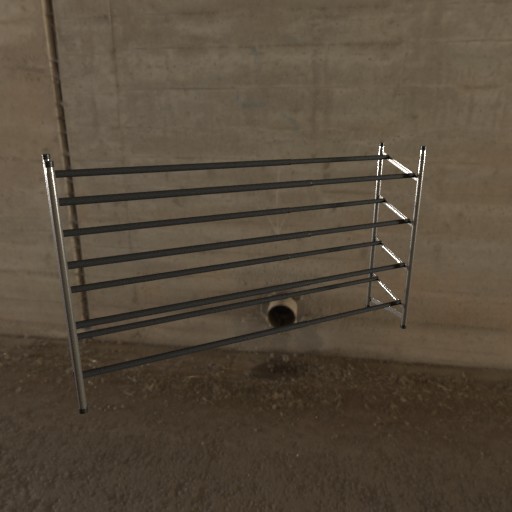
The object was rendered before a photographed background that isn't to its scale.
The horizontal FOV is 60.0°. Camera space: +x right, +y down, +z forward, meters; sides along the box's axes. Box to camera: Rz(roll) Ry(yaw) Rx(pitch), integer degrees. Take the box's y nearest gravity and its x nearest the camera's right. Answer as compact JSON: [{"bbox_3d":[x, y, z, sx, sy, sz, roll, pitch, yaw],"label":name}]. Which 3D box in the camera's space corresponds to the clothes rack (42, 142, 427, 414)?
[{"bbox_3d":[0.000,0.000,1.432,1.168,0.672,0.229,-8,20,-25],"label":"clothes rack"}]
